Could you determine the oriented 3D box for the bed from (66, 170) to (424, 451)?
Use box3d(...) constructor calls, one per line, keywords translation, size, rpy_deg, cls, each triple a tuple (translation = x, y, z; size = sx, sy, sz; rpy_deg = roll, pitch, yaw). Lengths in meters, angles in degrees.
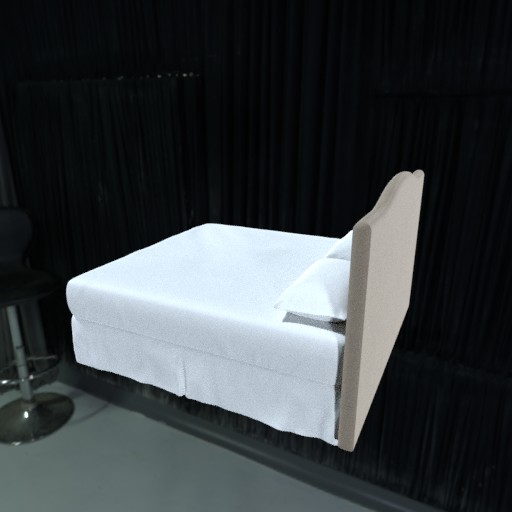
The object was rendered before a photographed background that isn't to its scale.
box3d(translation=(0.000, 0.000, 3.512), size=(2.182, 1.421, 2.083), rpy_deg=(9, 20, 25), cls="bed")
